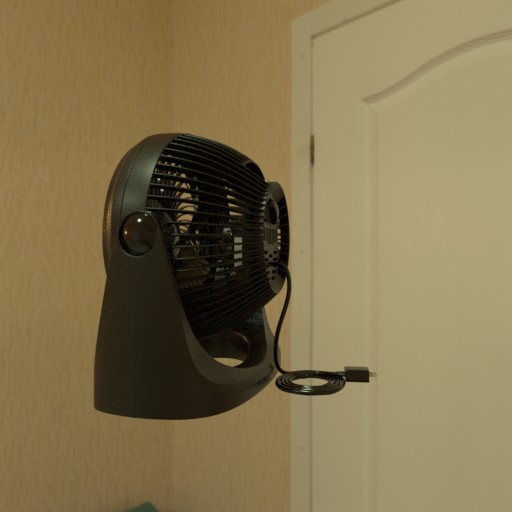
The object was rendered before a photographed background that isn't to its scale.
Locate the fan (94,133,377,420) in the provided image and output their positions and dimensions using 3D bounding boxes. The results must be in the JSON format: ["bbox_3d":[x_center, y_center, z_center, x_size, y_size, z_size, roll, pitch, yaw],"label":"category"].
[{"bbox_3d":[0.000,0.000,0.489,0.256,0.277,0.273,0,1,16],"label":"fan"}]
